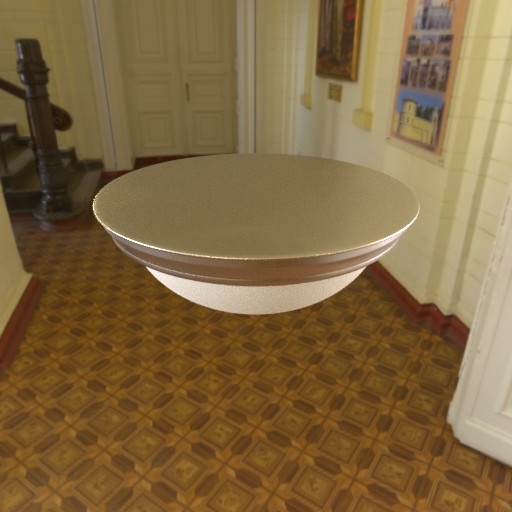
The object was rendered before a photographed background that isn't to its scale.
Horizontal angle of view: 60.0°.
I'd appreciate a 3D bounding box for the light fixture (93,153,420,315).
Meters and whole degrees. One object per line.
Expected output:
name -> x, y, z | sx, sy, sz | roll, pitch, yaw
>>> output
light fixture -> 0.000, 0.000, 0.429 | 0.280, 0.135, 0.280 | 0, 26, 0
